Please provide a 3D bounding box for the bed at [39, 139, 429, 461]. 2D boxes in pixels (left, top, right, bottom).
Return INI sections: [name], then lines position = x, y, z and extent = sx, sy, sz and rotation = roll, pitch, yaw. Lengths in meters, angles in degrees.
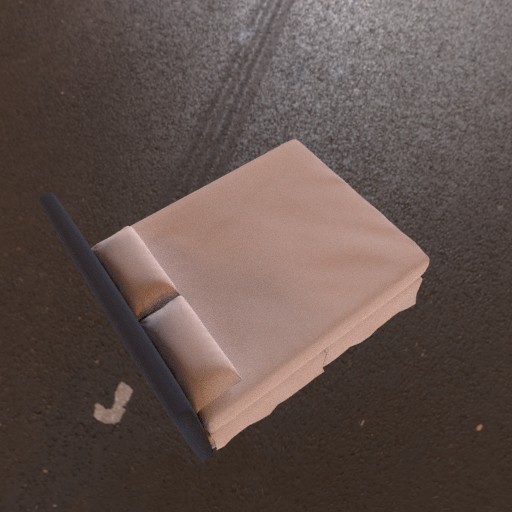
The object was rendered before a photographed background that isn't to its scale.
[bed]
position = 0.000, 0.000, 3.231
extent = 2.162, 1.330, 1.713
rotation = -32, 63, -19
